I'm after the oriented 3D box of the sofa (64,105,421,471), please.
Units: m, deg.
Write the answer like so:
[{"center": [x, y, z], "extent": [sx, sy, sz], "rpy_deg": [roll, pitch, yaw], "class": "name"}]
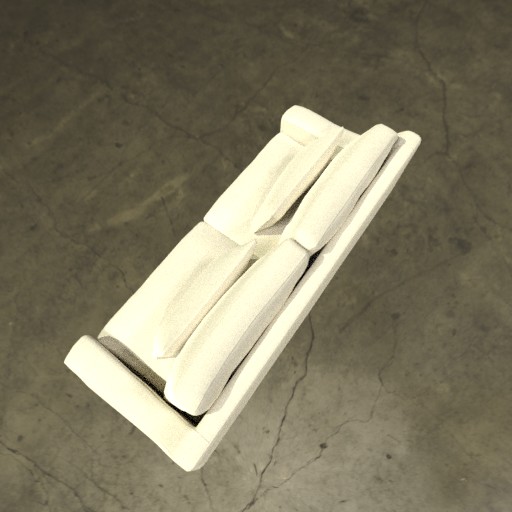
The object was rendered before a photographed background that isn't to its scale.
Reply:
[{"center": [0.000, 0.000, 2.915], "extent": [1.009, 1.022, 2.470], "rpy_deg": [32, 67, 15], "class": "sofa"}]
